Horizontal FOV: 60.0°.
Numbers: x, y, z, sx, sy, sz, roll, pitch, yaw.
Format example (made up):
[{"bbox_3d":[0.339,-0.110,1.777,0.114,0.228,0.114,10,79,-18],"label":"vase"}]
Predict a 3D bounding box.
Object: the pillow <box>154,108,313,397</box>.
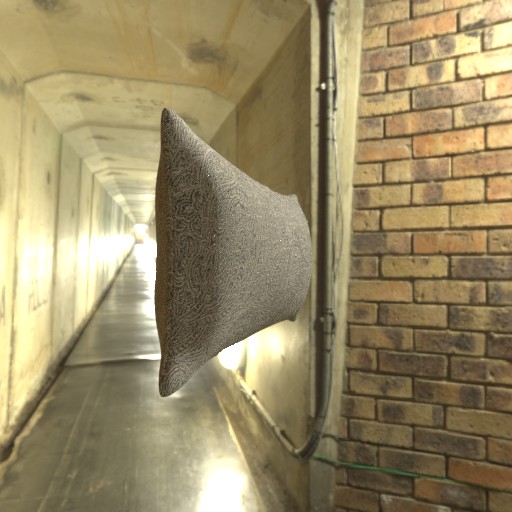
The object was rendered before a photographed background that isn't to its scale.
[{"bbox_3d":[0.000,0.000,0.737,0.151,0.295,0.615,0,-1,17],"label":"pillow"}]
